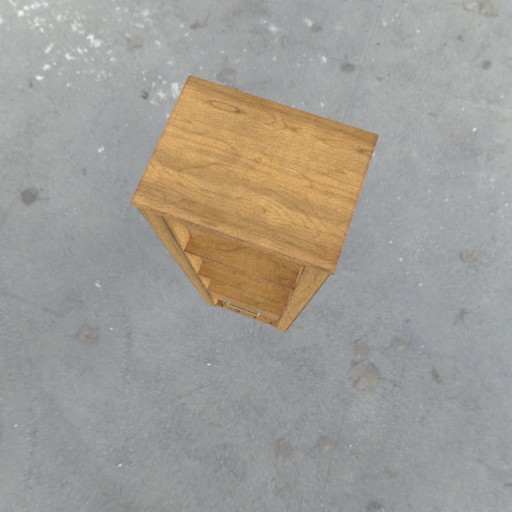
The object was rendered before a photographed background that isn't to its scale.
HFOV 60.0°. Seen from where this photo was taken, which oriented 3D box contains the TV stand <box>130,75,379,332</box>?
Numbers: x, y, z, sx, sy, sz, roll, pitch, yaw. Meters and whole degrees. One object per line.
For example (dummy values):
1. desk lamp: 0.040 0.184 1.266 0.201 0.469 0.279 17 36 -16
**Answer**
1. TV stand: 0.000 0.000 2.074 0.565 1.828 0.435 19 76 5
